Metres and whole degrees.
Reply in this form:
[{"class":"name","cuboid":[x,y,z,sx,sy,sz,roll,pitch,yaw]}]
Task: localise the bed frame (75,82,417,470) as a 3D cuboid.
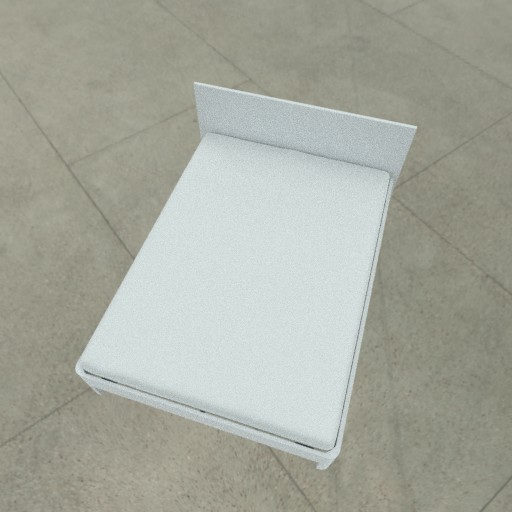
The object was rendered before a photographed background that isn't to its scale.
[{"class":"bed frame","cuboid":[0.000,0.000,2.709,1.490,0.800,1.950,15,58,10]}]
